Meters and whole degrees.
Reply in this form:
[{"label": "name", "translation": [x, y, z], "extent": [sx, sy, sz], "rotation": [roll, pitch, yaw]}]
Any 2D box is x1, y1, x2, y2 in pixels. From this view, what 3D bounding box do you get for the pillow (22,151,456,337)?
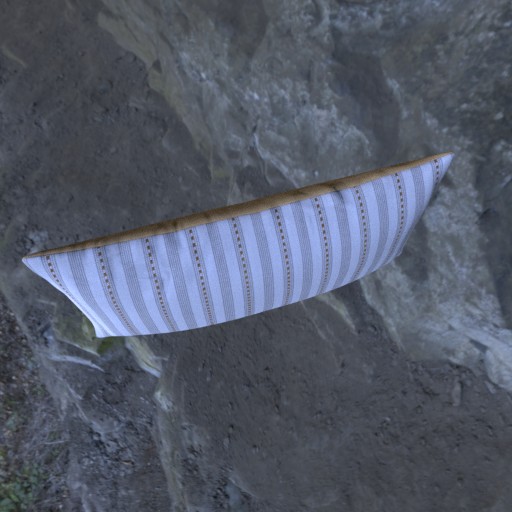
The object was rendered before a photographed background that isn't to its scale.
[{"label": "pillow", "translation": [0.000, 0.000, 0.719], "extent": [0.608, 0.291, 0.151], "rotation": [-15, 63, -8]}]
